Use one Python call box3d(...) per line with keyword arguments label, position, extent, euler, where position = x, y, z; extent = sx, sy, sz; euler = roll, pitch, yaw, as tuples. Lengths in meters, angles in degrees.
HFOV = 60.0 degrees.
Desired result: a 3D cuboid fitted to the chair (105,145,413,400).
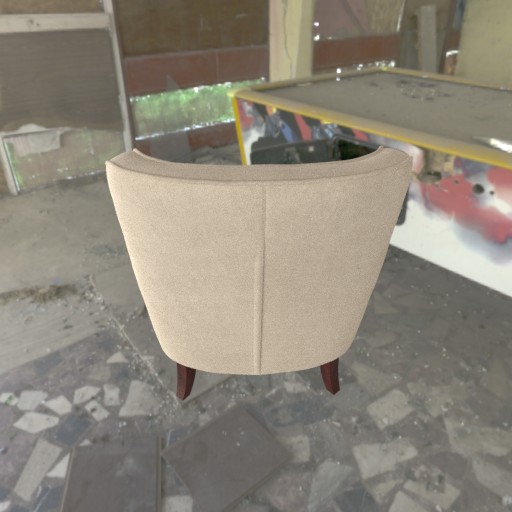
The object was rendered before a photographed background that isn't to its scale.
box3d(label="chair", position=(0.000, 0.000, 1.555), extent=(0.781, 0.920, 0.910), euler=(-1, 31, -2))
